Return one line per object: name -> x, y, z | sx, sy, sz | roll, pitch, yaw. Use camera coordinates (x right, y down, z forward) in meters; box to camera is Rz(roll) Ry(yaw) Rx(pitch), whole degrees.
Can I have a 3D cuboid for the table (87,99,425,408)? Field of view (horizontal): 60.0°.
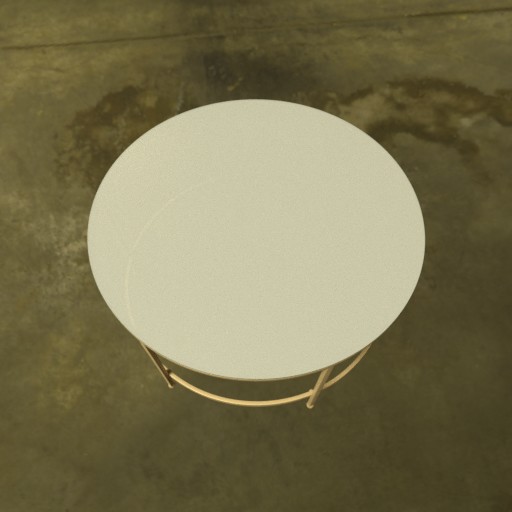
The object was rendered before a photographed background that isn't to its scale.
table -> 0.000, 0.000, 1.421 | 0.914, 0.470, 0.914 | 0, 60, 0
